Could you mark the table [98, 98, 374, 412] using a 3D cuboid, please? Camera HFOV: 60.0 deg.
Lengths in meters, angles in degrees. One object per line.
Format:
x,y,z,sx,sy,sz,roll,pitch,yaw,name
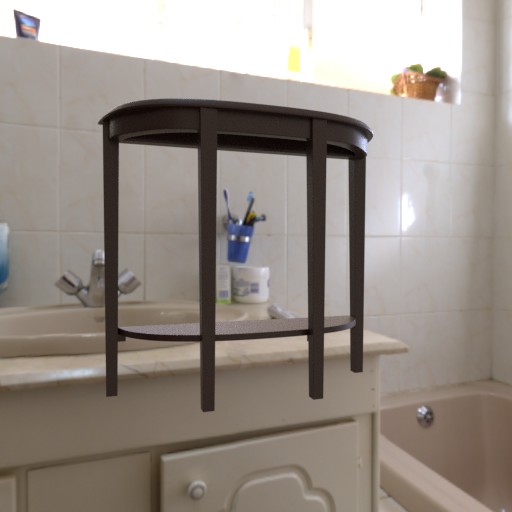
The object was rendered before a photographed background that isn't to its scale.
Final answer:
0.000,0.000,1.343,0.909,0.831,0.274,0,1,-18,table
